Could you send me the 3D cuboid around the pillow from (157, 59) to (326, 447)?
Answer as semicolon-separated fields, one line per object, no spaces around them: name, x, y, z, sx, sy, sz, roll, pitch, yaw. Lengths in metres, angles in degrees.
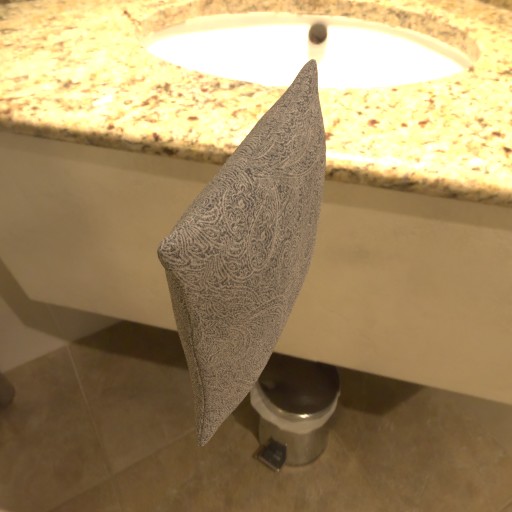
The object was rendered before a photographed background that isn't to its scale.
pillow;0.000;0.000;0.788;0.166;0.510;0.523;16;48;15
